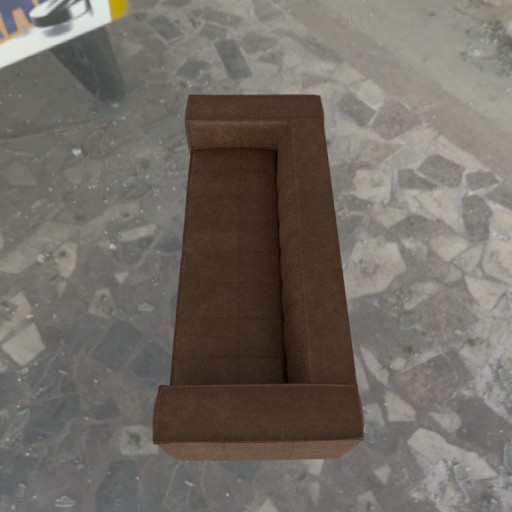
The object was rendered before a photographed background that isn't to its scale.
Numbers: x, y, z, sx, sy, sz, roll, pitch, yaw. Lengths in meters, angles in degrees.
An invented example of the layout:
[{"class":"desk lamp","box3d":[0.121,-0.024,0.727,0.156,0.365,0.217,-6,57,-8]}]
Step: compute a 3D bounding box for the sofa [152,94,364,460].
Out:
[{"class":"sofa","box3d":[0.000,0.000,3.093,1.102,0.701,2.581,0,59,0]}]
